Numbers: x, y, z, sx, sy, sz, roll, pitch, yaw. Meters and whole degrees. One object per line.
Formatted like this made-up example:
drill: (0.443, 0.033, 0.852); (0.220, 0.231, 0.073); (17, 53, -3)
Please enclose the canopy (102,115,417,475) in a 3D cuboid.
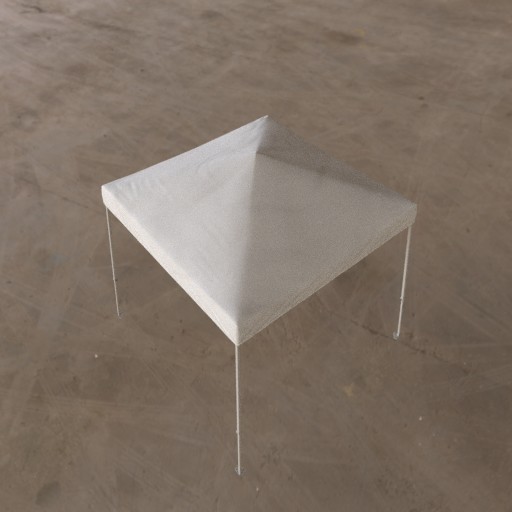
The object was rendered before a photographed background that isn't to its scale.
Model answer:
canopy: (0.000, 0.000, 5.269); (2.849, 2.849, 2.848); (-31, 54, -26)
